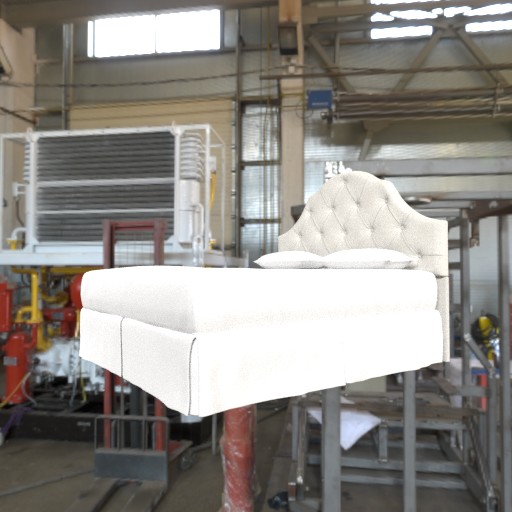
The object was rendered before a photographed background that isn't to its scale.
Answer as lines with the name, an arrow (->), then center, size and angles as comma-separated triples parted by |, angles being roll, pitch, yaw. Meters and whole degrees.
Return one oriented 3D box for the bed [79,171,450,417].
bed -> 0.000, 0.000, 3.504 | 2.214, 1.615, 2.008 | 1, -2, -37
